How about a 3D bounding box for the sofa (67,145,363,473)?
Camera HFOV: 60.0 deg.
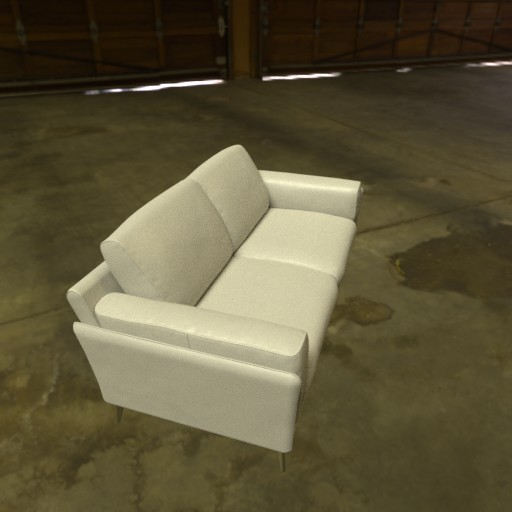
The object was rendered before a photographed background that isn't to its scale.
[{"bbox_3d":[0.000,0.000,2.686,1.049,0.930,2.101,9,31,16],"label":"sofa"}]
